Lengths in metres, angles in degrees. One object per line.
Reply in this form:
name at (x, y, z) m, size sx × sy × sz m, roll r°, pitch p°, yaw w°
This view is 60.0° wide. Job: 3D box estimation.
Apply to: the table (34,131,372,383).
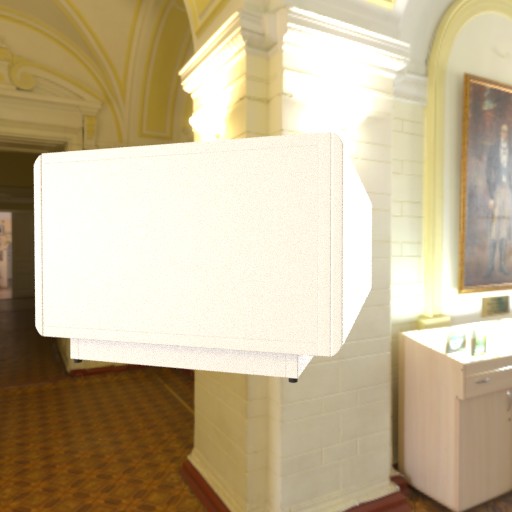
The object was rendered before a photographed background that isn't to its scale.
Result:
table at (0.000, 0.000, 1.357) m, size 0.639 × 0.442 × 1.097 m, roll 0°, pitch 1°, yaw 17°
